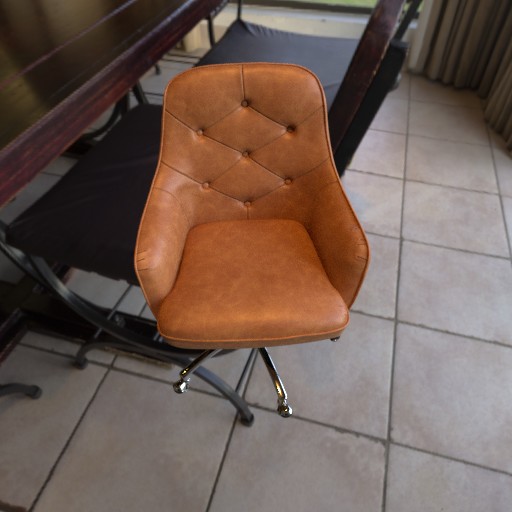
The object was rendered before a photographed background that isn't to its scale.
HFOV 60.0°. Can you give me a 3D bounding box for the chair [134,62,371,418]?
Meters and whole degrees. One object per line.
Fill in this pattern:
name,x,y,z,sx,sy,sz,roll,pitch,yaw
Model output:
chair,0.000,0.000,1.323,0.628,0.909,0.615,-2,46,-2
